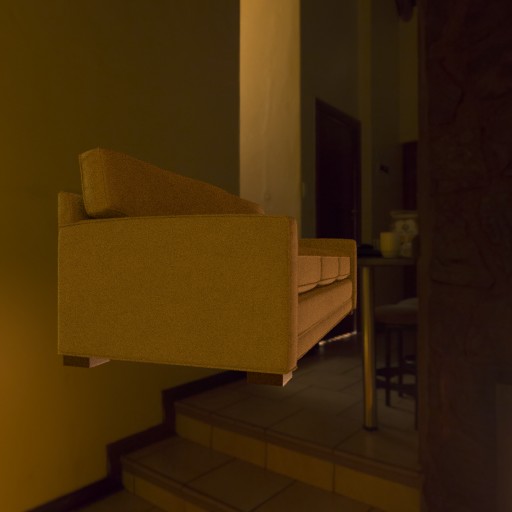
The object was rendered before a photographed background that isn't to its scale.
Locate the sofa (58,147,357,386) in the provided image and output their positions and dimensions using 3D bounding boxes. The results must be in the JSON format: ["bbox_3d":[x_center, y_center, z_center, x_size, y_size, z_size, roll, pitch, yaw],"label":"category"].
[{"bbox_3d":[0.000,0.000,2.551,0.936,0.862,2.093,0,0,19],"label":"sofa"}]
